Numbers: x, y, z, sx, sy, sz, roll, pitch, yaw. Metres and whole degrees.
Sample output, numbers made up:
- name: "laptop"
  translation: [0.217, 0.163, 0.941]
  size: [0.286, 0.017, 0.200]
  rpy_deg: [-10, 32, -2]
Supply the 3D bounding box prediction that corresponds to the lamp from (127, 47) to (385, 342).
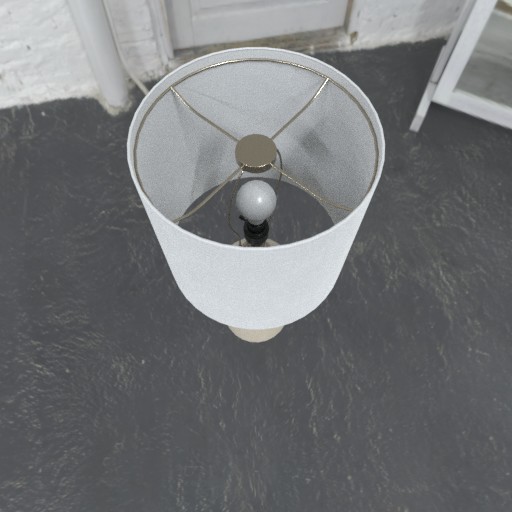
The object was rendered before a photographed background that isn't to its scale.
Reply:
- name: "lamp"
  translation: [0.000, 0.000, 0.595]
  size: [0.220, 0.475, 0.220]
  rpy_deg: [-33, 68, -15]
